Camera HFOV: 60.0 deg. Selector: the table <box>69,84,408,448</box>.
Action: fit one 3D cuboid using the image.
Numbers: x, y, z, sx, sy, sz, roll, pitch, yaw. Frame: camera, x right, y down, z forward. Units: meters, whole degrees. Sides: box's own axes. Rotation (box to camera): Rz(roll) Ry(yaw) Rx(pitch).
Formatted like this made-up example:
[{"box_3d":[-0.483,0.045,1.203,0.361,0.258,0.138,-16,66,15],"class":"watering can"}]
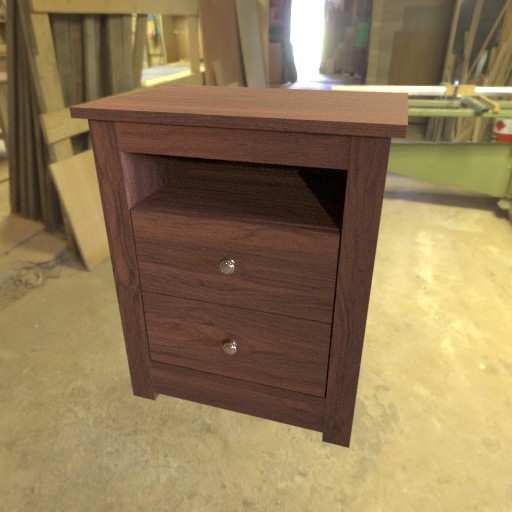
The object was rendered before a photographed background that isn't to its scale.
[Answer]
[{"box_3d":[0.000,0.000,1.059,0.589,0.711,0.406,8,28,15],"class":"table"}]
